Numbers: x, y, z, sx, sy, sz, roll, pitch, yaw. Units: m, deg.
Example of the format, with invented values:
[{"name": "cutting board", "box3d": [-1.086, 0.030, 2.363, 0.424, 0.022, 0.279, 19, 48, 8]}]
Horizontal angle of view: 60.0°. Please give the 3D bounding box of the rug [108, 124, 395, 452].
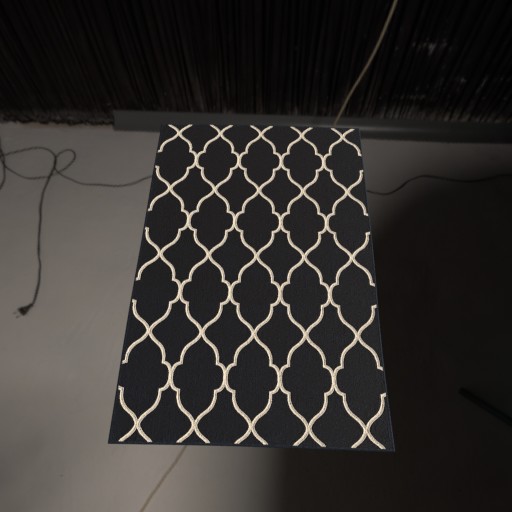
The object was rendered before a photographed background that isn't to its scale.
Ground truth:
[{"name": "rug", "box3d": [0.000, 0.000, 2.875, 1.528, 0.014, 2.294, 1, 62, 1]}]
